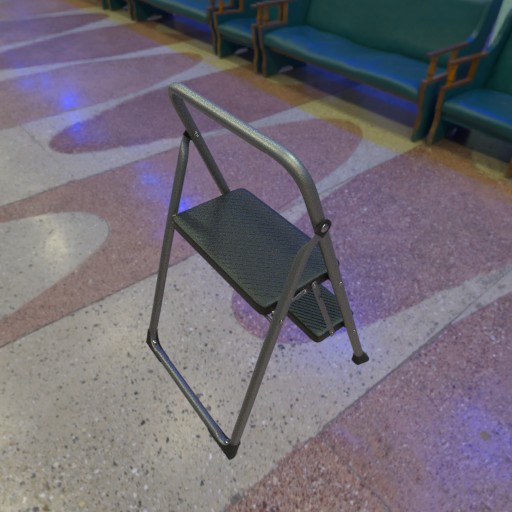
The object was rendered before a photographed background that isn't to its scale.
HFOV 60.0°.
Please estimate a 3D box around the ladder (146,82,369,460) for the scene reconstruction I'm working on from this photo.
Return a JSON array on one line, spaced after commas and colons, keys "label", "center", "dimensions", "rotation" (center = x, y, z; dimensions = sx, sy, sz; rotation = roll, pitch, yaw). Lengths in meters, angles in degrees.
[{"label": "ladder", "center": [0.000, 0.000, 0.998], "dimensions": [0.472, 0.720, 0.430], "rotation": [-27, 49, -26]}]
